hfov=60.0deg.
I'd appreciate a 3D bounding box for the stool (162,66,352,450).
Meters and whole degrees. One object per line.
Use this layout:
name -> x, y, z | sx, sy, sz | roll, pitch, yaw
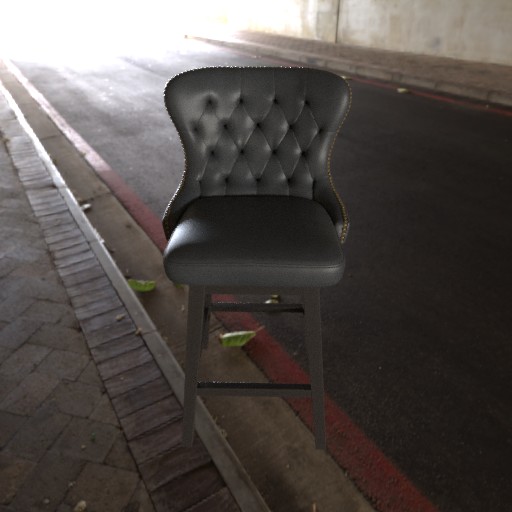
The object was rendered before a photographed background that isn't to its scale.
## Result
stool -> 0.000, 0.000, 1.313 | 0.528, 0.971, 0.593 | 1, 31, 1
